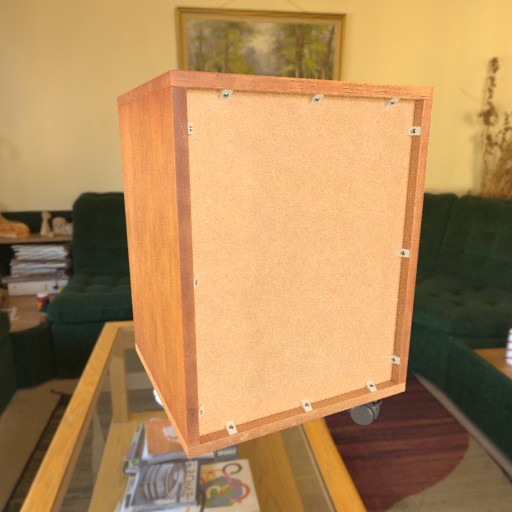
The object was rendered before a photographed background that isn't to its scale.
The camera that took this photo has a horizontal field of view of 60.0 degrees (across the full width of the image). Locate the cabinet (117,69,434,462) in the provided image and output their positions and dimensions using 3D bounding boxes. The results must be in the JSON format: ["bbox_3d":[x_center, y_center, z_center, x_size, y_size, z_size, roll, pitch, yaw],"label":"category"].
[{"bbox_3d":[0.000,0.000,0.837,0.409,0.579,0.401,-7,16,-25],"label":"cabinet"}]
